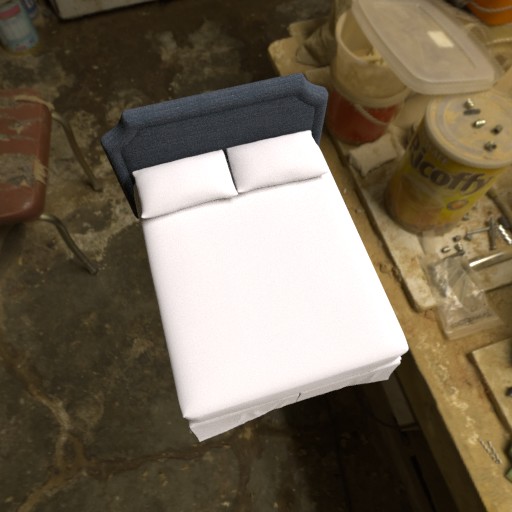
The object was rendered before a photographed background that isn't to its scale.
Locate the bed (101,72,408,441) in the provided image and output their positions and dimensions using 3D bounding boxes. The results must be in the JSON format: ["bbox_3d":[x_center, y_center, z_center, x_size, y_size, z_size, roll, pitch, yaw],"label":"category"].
[{"bbox_3d":[0.000,0.000,3.390,1.828,1.297,2.208,-15,65,-7],"label":"bed"}]
